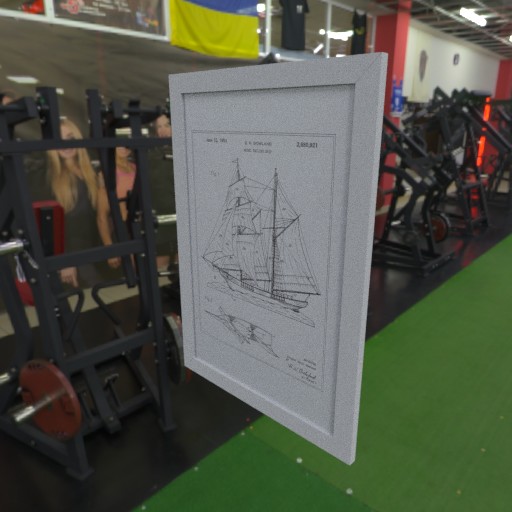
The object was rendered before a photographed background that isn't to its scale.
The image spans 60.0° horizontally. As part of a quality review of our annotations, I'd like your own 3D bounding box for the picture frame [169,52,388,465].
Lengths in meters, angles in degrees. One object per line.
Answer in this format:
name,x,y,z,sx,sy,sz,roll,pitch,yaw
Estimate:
picture frame,0.000,0.000,0.580,0.326,0.459,0.011,16,24,41
